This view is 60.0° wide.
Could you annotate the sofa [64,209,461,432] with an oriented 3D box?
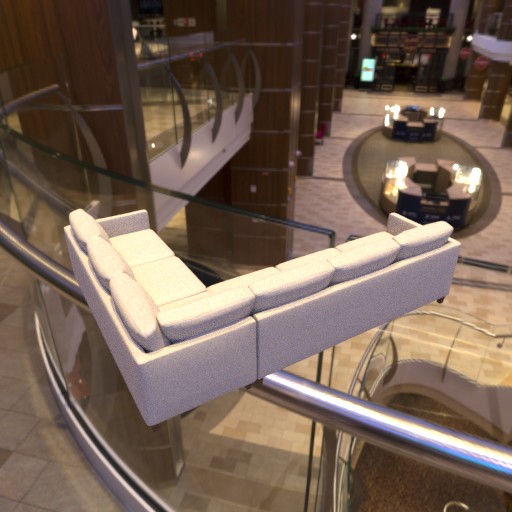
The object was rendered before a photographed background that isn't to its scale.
[{"bbox_3d":[0.000,0.000,4.663,3.333,0.934,2.522,-17,33,-27],"label":"sofa"}]
